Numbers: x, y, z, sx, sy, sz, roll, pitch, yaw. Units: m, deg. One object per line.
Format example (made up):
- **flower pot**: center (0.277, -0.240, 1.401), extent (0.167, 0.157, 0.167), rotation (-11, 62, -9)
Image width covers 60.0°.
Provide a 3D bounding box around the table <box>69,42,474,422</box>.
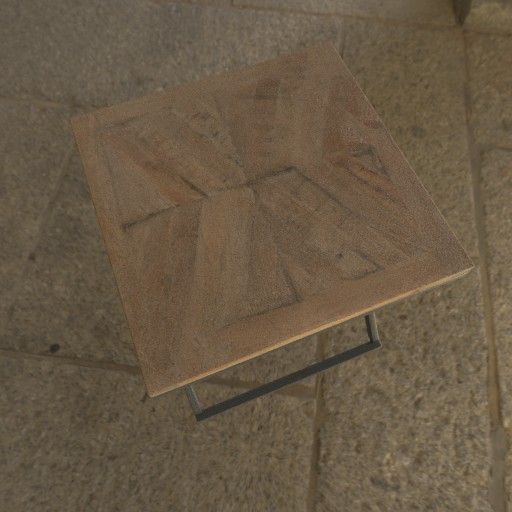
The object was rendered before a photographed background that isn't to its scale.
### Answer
- **table**: center (0.000, 0.000, 0.956), extent (0.499, 0.550, 0.498), rotation (-20, 68, -9)
